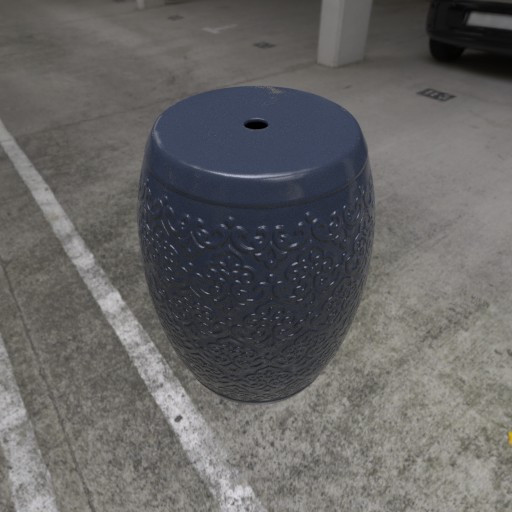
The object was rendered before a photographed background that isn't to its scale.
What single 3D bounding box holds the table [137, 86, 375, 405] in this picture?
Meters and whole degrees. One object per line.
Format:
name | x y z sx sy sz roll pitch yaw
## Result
table | 0.000 0.000 0.624 0.309 0.397 0.309 0 41 0
